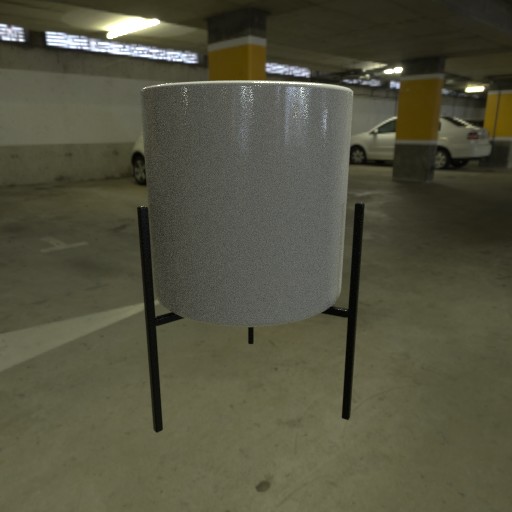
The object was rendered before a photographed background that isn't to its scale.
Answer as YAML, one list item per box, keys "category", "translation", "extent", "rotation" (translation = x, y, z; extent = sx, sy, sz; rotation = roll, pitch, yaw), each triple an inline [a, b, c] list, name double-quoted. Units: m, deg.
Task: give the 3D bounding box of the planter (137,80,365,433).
- category: "planter"
  translation: [0.000, 0.000, 0.508]
  extent: [0.239, 0.356, 0.239]
  rotation: [8, 18, 26]
